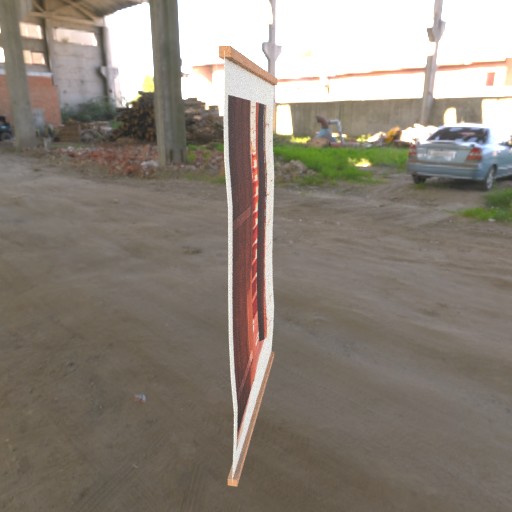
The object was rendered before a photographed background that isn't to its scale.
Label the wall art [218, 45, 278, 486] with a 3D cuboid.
[{"bbox_3d":[0.000,0.000,0.643,0.012,0.508,0.332,3,17,10],"label":"wall art"}]
